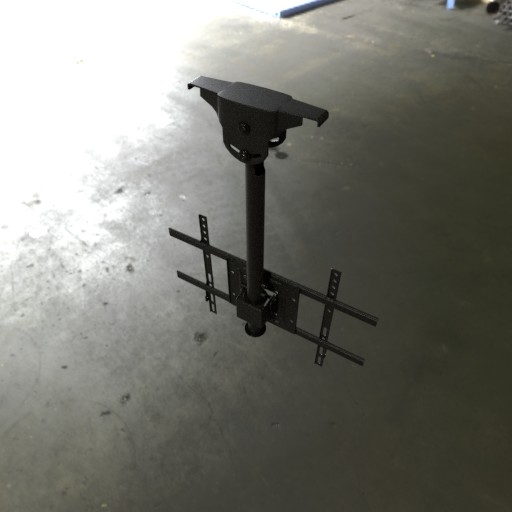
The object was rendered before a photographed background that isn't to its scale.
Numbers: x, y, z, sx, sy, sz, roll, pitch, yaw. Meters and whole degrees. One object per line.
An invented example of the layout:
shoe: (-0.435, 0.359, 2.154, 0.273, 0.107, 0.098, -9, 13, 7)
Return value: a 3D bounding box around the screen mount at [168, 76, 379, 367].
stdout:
screen mount: (0.000, 0.000, 1.022, 0.595, 0.775, 0.090, 23, 50, 21)
